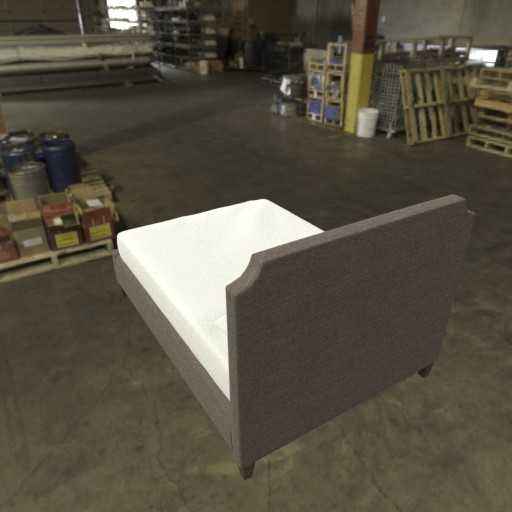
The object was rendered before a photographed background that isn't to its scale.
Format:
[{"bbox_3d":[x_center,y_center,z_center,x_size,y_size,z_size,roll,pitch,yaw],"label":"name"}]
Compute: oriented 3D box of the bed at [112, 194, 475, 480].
[{"bbox_3d":[0.000,0.000,3.498,1.713,1.457,2.381,-17,33,-28],"label":"bed"}]
